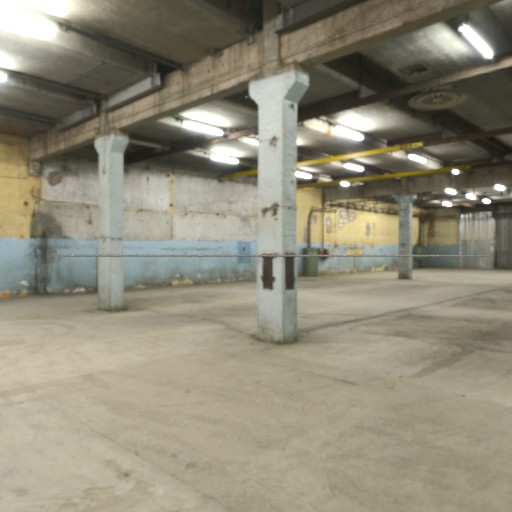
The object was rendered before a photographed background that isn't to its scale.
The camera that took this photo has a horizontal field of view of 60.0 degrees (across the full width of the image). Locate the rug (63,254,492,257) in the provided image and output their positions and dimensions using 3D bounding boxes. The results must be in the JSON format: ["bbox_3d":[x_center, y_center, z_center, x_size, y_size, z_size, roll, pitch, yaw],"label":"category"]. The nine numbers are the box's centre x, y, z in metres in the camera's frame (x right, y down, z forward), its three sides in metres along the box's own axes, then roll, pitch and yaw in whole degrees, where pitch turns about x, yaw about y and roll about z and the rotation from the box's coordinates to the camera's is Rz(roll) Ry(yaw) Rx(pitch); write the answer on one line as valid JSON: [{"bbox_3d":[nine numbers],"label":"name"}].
[{"bbox_3d":[0.000,0.000,4.010,2.980,0.012,2.363,0,0,-18],"label":"rug"}]
